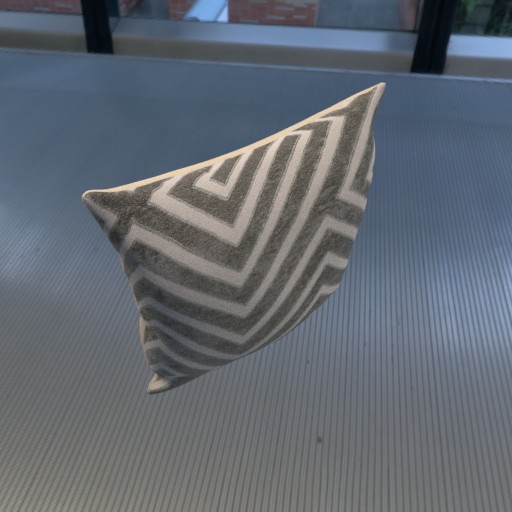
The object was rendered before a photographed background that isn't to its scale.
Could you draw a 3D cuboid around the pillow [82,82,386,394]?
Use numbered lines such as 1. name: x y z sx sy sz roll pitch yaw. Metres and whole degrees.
1. pillow: 0.000 0.000 0.677 0.440 0.441 0.182 -28 53 -23
